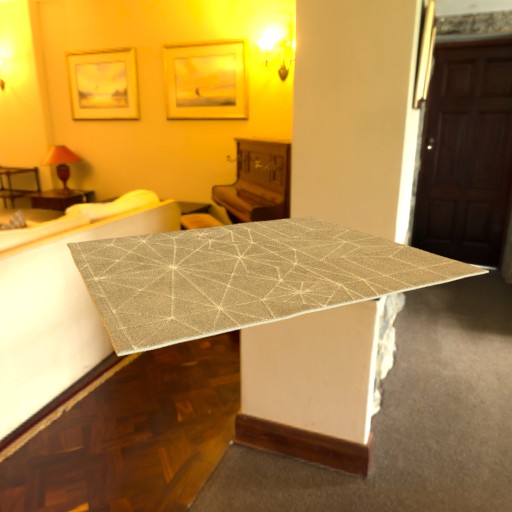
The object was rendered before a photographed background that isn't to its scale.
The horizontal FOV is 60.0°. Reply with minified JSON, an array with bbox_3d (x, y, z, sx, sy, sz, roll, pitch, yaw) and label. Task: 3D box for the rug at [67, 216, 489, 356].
[{"bbox_3d":[0.000,0.000,0.867,0.639,0.006,0.548,-9,18,-27],"label":"rug"}]
